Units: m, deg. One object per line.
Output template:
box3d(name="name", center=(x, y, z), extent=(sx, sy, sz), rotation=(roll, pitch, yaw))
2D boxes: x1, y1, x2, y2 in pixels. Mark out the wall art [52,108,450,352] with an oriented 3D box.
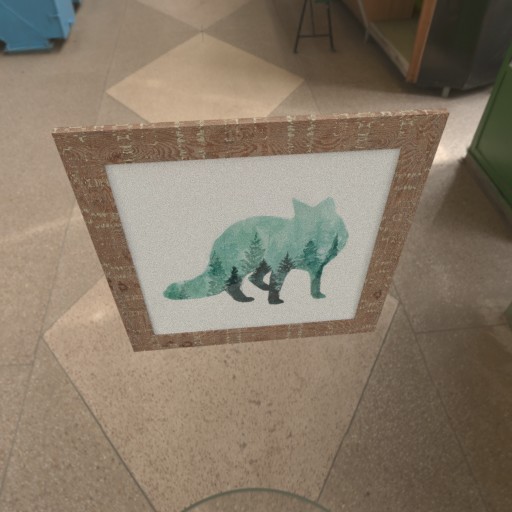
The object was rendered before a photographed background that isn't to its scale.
box3d(name="wall art", center=(0.000, 0.000, 0.569), extent=(0.384, 0.384, 0.012), rotation=(-4, 47, -4))
